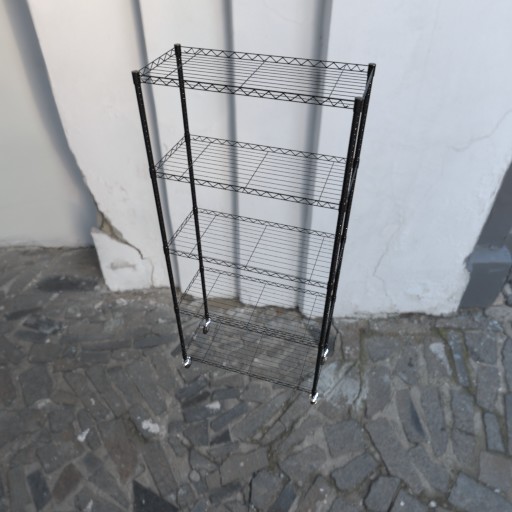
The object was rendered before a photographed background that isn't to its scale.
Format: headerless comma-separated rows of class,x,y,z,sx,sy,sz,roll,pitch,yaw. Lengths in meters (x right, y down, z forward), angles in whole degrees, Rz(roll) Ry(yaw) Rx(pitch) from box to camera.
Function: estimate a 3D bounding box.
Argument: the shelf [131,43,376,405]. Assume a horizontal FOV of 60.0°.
shelf,0.000,0.000,2.000,0.762,1.645,0.356,12,42,13
